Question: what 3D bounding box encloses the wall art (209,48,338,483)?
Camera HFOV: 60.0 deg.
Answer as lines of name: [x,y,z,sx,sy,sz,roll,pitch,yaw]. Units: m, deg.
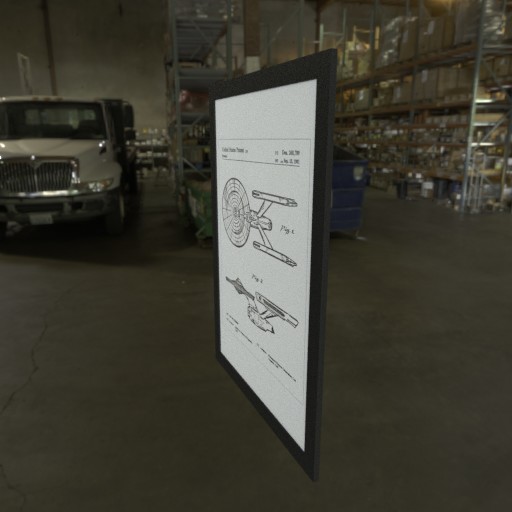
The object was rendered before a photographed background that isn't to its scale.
wall art: [0.000,0.000,0.686,0.008,0.530,0.379,-7,17,-24]
